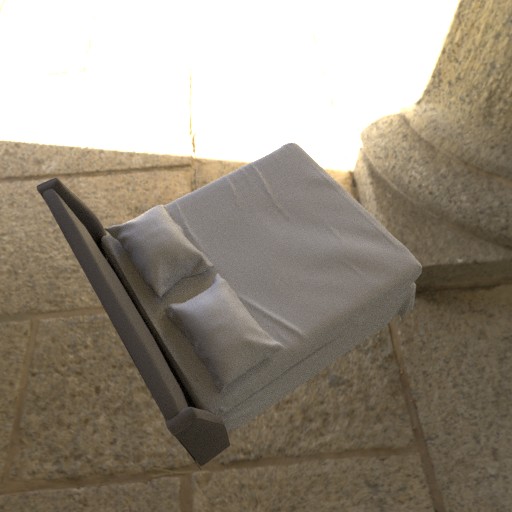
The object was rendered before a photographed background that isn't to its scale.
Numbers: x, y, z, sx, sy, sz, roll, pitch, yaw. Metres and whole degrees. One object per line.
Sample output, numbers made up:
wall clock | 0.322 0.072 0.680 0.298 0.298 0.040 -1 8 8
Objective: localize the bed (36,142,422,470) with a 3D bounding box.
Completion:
bed | 0.000 0.000 3.406 2.276 1.332 1.925 -30 63 -17
